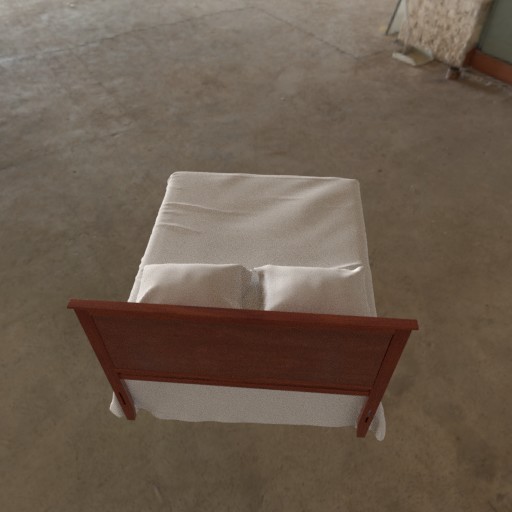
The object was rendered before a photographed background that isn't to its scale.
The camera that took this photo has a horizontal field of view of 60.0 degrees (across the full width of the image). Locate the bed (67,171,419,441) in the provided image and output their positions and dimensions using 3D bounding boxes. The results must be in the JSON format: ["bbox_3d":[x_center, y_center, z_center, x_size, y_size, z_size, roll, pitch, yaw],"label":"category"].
[{"bbox_3d":[0.000,0.000,3.220,1.870,1.270,2.050,3,46,3],"label":"bed"}]
